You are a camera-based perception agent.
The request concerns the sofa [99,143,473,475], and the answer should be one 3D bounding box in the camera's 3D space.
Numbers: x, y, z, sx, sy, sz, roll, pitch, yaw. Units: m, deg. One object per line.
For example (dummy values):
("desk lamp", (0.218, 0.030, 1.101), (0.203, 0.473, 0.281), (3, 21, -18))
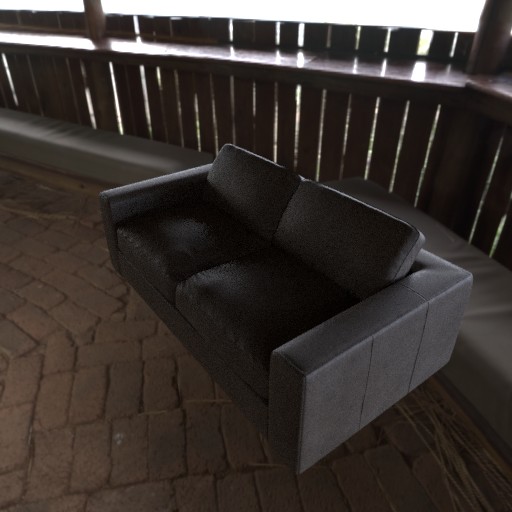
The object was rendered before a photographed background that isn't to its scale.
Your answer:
("sofa", (0.000, 0.000, 2.459), (1.070, 0.800, 1.920), (-22, 38, -31))
